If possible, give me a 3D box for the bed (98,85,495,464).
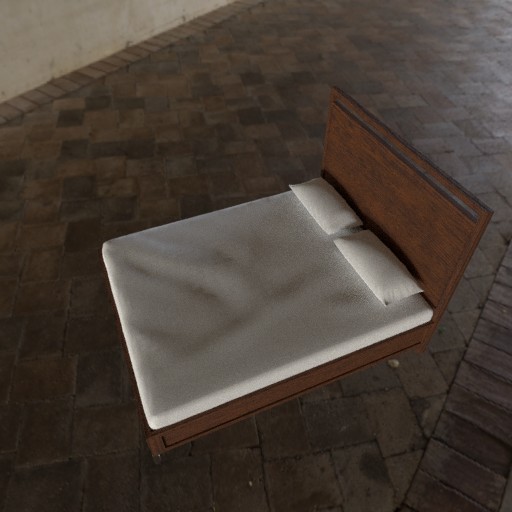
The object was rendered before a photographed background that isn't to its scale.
[{"bbox_3d":[0.000,0.000,3.327,2.218,1.487,1.765,-17,48,-16],"label":"bed"}]
